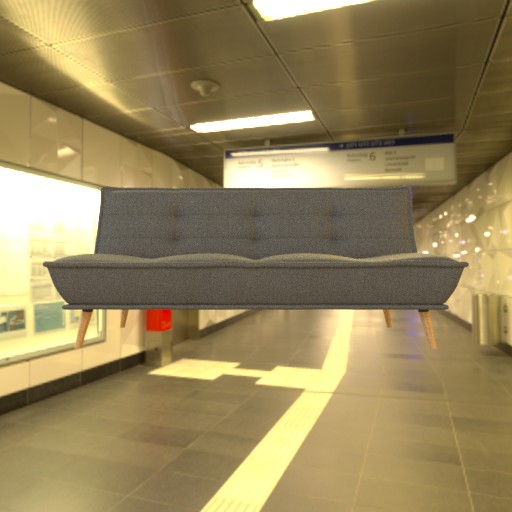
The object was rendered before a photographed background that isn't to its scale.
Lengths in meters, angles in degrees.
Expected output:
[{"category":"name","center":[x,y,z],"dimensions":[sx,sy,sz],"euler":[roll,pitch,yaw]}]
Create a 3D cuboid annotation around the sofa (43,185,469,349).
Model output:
[{"category":"sofa","center":[0.000,0.000,2.461],"dimensions":[1.940,0.890,0.950],"euler":[0,-1,0]}]
